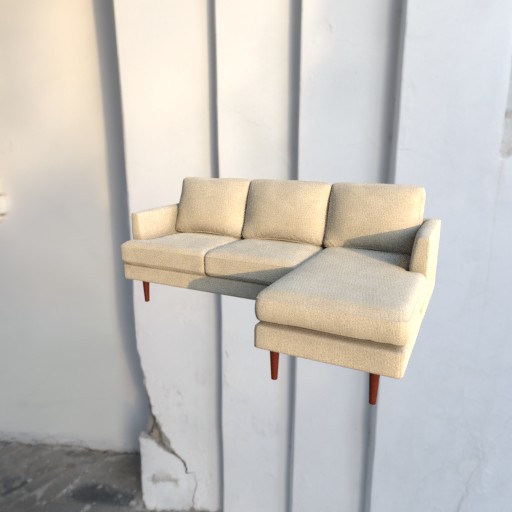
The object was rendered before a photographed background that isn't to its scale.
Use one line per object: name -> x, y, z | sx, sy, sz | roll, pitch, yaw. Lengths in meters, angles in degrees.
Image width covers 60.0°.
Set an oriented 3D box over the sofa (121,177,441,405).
sofa -> 0.000, 0.000, 3.056 | 2.233, 0.956, 1.504 | 7, 16, 26
